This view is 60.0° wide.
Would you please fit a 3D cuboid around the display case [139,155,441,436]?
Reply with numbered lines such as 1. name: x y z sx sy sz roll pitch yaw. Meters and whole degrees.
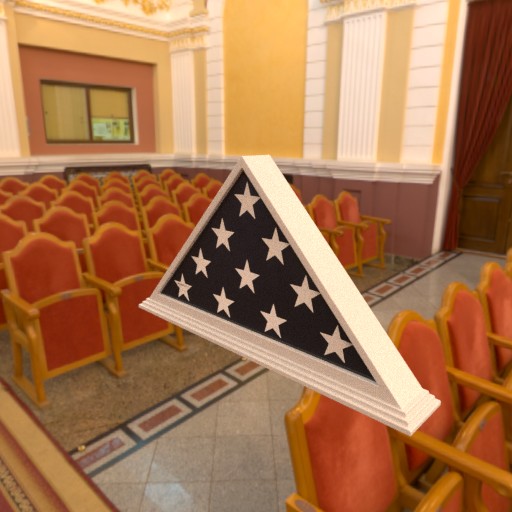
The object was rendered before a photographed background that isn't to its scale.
1. display case: 0.000 0.000 0.770 0.640 0.340 0.095 14 21 42
